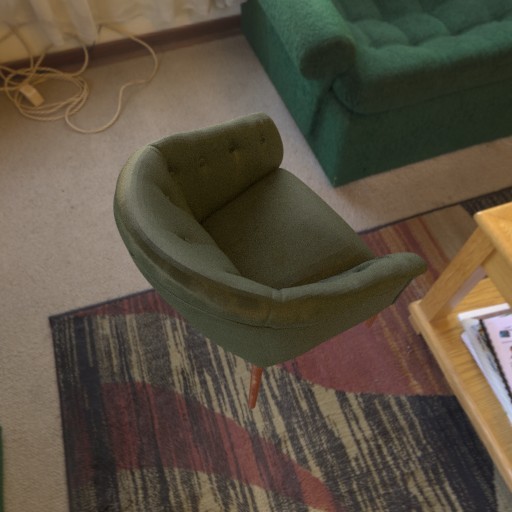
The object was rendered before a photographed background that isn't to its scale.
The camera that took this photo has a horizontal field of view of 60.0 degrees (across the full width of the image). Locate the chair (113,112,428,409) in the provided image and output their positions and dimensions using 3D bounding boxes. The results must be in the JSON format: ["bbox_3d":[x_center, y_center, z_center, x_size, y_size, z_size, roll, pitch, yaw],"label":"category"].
[{"bbox_3d":[0.000,0.000,1.549,0.776,0.885,0.851,-32,64,-18],"label":"chair"}]
